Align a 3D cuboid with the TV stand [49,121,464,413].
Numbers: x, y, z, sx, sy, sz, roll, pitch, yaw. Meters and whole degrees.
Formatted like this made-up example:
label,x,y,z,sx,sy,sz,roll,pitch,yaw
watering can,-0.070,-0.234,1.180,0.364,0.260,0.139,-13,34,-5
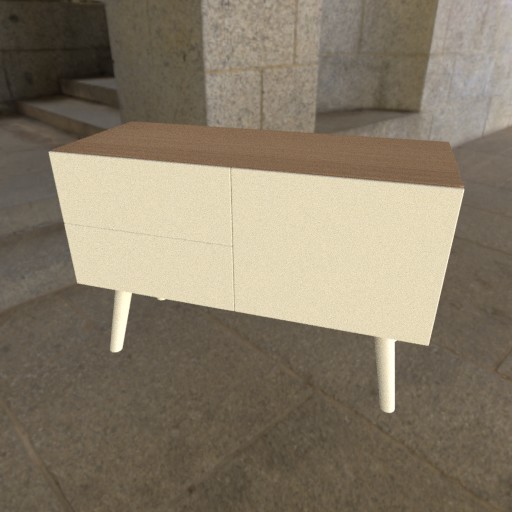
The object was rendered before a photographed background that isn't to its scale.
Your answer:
label,x,y,z,sx,sy,sz,roll,pitch,yaw
TV stand,0.000,0.000,1.333,0.991,0.660,0.407,8,29,15
